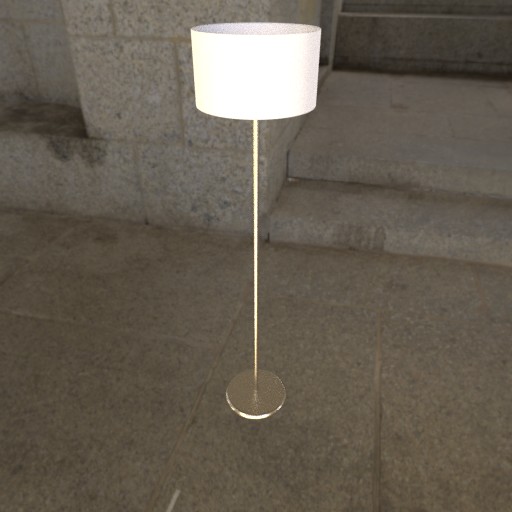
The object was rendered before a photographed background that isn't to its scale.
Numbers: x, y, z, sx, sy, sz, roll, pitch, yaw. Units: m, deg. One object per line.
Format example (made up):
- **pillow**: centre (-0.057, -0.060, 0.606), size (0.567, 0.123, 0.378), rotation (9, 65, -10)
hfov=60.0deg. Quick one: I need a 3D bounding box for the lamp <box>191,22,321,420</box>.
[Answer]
- **lamp**: centre (0.000, 0.000, 1.571), size (0.347, 1.443, 0.347), rotation (-8, 33, -13)
